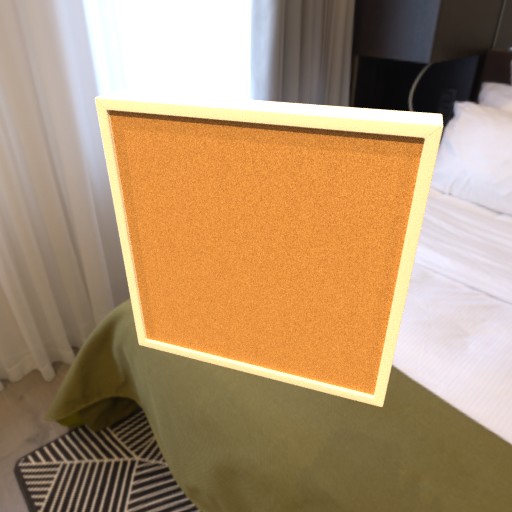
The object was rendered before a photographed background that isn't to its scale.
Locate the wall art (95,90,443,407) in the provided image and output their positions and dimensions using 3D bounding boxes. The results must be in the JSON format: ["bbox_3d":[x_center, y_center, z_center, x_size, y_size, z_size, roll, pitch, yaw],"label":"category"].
[{"bbox_3d":[0.000,0.000,0.462,0.305,0.305,0.038,10,32,16],"label":"wall art"}]
